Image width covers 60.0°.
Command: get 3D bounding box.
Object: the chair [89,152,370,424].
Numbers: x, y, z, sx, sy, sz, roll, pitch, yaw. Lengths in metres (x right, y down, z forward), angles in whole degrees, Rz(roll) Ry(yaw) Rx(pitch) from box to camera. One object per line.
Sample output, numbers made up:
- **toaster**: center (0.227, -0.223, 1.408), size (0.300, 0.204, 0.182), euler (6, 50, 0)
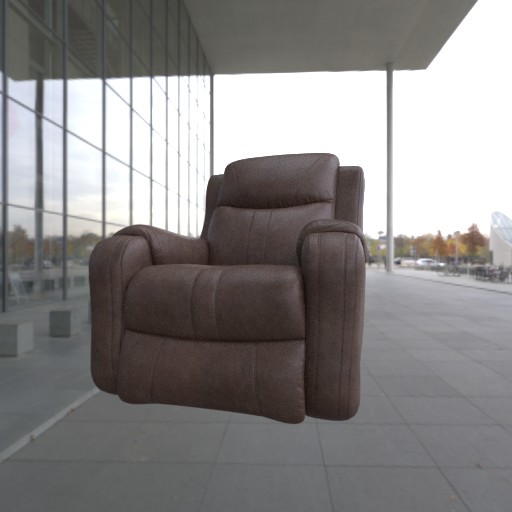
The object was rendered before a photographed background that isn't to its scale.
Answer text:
- **chair**: center (0.000, 0.000, 1.818), size (0.940, 0.990, 1.067), euler (0, 0, 19)
